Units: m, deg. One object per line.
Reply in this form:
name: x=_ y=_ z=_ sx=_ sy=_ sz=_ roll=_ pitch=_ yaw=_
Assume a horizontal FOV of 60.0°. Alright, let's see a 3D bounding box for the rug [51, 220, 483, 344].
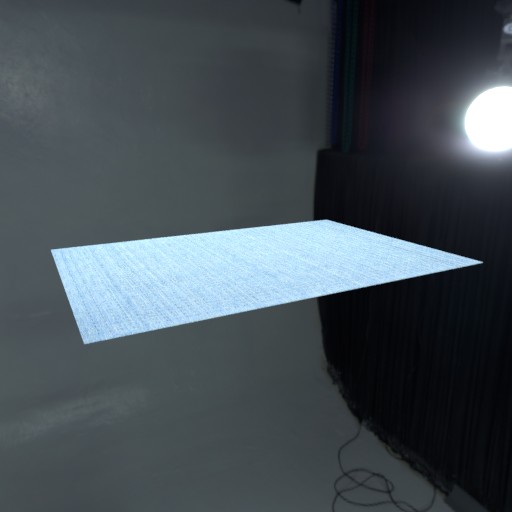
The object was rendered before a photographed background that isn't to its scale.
rug: x=0.000 y=0.000 z=3.587 sx=2.895 sy=0.006 sz=1.982 roll=-8 pitch=17 yaw=-27
